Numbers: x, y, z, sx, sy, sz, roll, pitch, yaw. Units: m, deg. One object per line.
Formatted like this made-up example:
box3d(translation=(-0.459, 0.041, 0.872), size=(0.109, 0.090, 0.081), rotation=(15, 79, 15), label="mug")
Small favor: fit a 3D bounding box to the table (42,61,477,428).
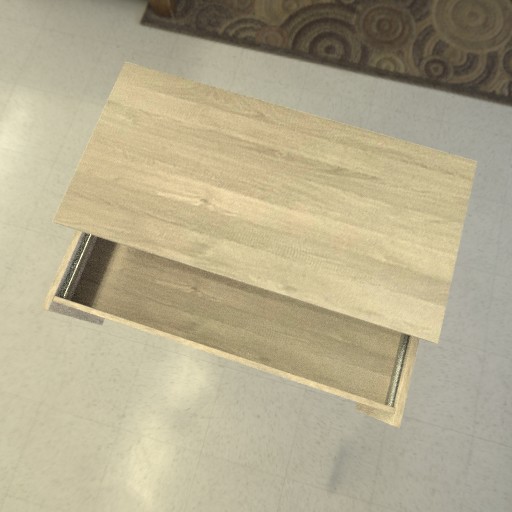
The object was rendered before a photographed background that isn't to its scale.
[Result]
box3d(translation=(0.000, 0.000, 1.400), size=(1.000, 0.570, 0.712), rotation=(17, 77, 4), label="table")
